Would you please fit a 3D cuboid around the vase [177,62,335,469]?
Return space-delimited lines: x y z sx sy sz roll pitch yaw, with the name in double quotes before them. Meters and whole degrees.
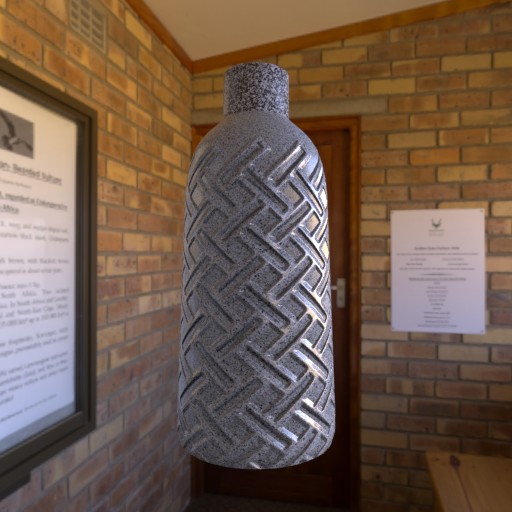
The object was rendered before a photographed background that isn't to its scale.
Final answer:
"vase" 0.000 0.000 0.347 0.122 0.282 0.122 0 0 0
